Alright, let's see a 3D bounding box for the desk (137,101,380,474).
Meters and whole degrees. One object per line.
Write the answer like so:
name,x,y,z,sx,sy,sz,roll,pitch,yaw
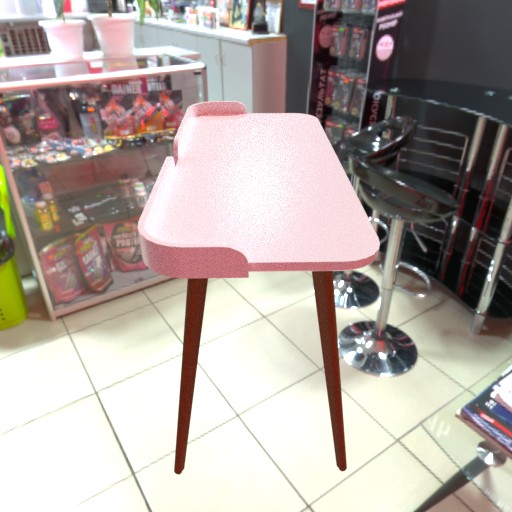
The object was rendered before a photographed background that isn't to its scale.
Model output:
desk,0.000,0.000,1.601,0.534,0.807,1.206,-1,32,-1
